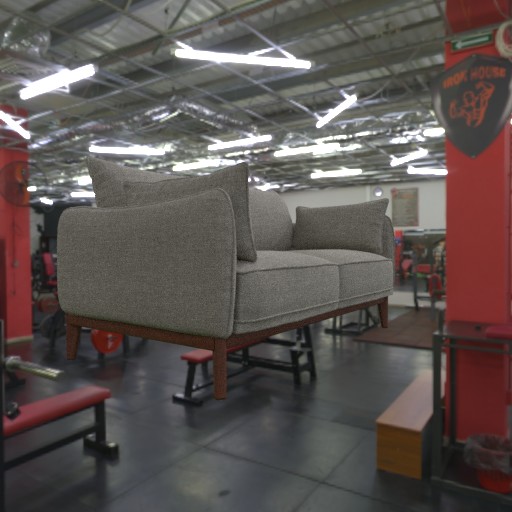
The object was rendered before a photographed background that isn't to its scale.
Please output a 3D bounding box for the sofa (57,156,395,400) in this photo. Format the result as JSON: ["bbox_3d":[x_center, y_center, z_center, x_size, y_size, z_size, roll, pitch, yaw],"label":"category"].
[{"bbox_3d":[0.000,0.000,2.183,0.972,0.851,1.580,1,2,36],"label":"sofa"}]
